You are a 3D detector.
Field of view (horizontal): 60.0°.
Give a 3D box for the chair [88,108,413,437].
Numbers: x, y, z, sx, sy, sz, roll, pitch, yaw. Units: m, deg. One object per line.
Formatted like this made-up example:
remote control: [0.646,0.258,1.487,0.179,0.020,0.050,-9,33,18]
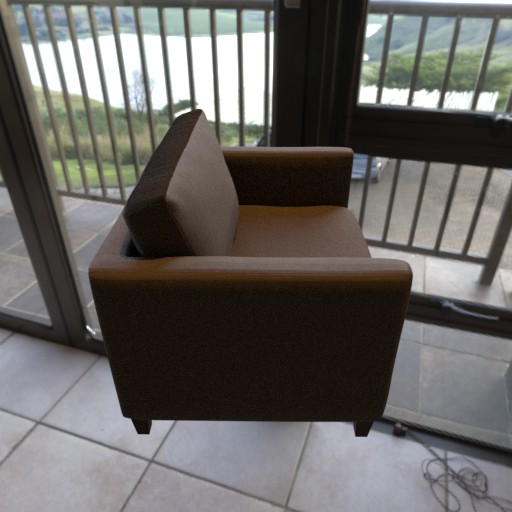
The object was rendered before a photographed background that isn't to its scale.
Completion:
chair: [0.000,0.000,1.815,0.959,0.963,1.107,0,32,1]
